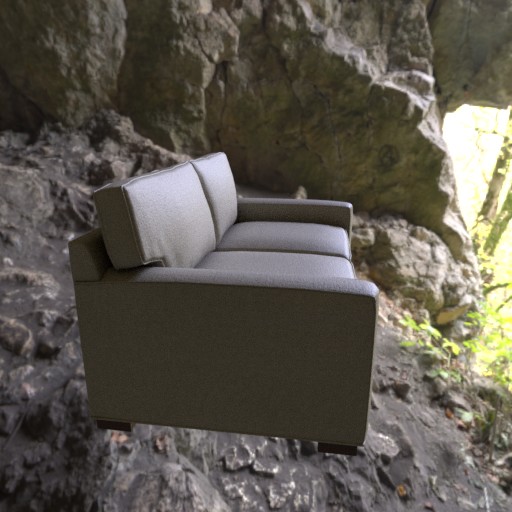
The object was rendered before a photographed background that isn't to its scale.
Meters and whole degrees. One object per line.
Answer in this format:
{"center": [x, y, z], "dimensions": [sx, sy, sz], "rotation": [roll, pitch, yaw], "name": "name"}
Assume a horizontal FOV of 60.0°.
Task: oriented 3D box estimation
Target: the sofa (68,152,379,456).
{"center": [0.000, 0.000, 2.040], "dimensions": [0.940, 0.853, 1.484], "rotation": [3, 17, 8], "name": "sofa"}
